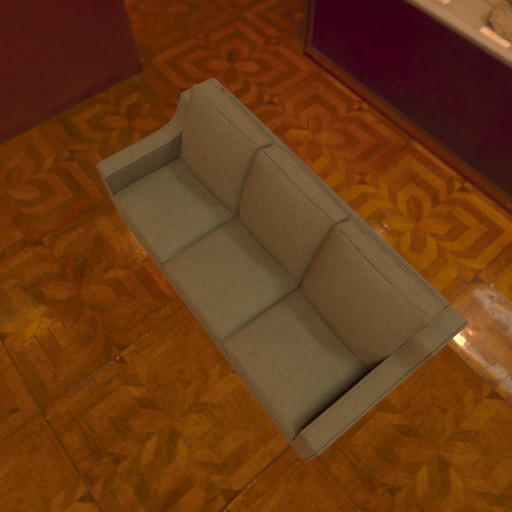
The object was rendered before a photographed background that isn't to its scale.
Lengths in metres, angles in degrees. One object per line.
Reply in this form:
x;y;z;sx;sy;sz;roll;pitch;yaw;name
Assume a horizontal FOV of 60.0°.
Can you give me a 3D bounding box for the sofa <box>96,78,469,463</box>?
0.000;0.000;2.518;0.911;0.974;1.986;-34;68;-16;sofa
